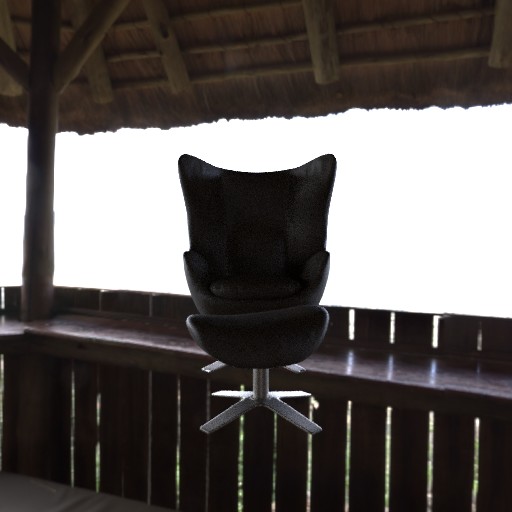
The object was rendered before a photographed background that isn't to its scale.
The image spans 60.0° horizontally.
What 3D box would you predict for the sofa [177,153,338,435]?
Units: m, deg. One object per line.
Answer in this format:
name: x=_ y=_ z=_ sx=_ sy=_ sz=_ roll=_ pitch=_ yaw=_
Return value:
sofa: x=0.000 y=0.000 z=2.161 sx=0.894 sy=1.135 sz=1.444 roll=0 pitch=2 yaw=1
